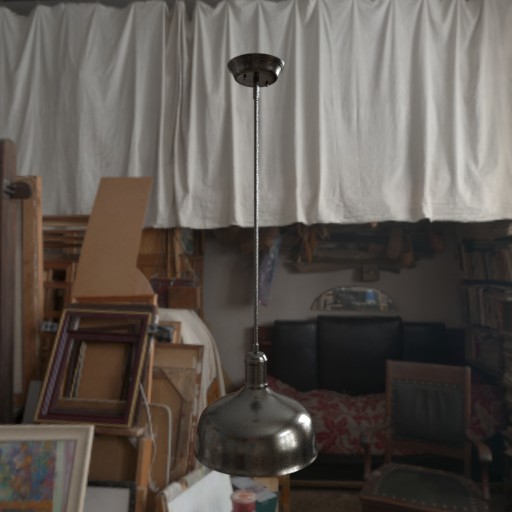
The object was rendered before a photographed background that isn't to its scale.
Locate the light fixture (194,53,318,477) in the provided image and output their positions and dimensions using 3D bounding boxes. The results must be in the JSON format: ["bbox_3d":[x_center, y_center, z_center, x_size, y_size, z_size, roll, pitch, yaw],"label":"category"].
[{"bbox_3d":[0.000,0.000,1.087,0.299,0.935,0.299,1,-1,-37],"label":"light fixture"}]
